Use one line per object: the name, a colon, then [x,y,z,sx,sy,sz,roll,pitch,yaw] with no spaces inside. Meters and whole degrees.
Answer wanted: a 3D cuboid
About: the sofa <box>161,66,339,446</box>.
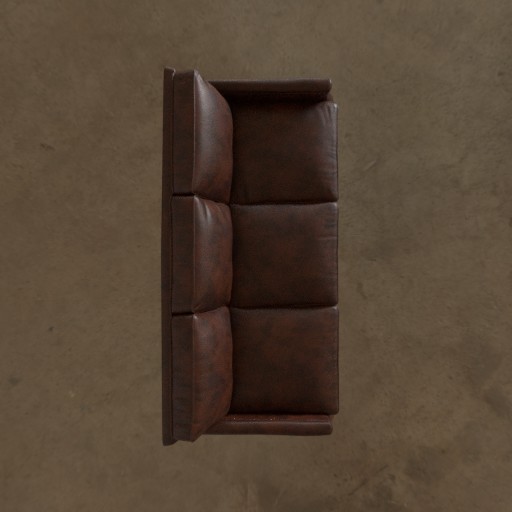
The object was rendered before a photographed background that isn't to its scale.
sofa: [0.000,0.000,2.867,1.084,1.003,2.240,0,89,0]
